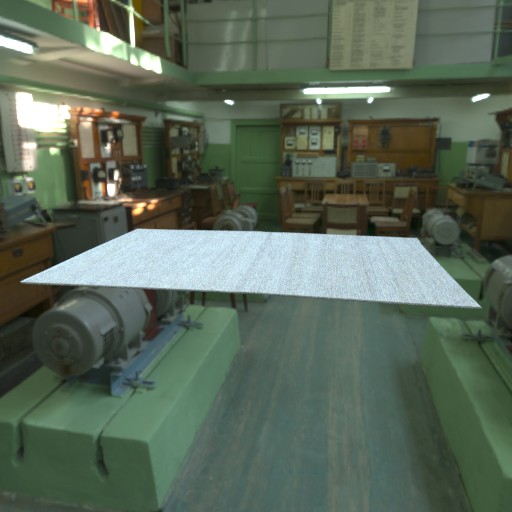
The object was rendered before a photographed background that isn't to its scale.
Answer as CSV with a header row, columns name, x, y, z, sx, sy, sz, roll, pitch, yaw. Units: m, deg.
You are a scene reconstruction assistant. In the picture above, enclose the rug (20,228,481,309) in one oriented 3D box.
name,x,y,z,sx,sy,sz,roll,pitch,yaw
rug,0.000,0.000,2.278,1.820,0.022,1.179,2,15,9
